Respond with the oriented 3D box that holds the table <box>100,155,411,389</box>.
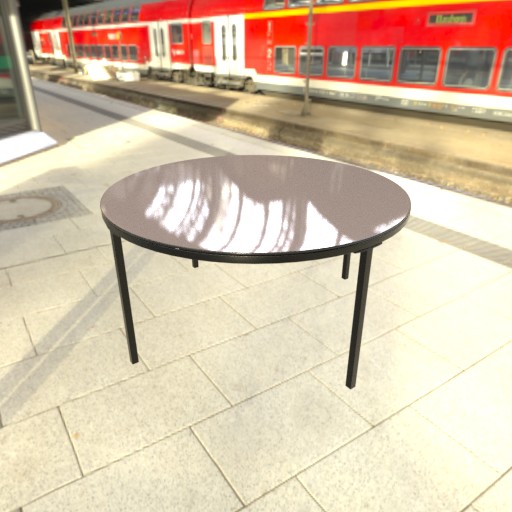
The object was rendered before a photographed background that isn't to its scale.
[{"bbox_3d":[0.000,0.000,1.279,0.800,0.400,0.800,0,26,0],"label":"table"}]
